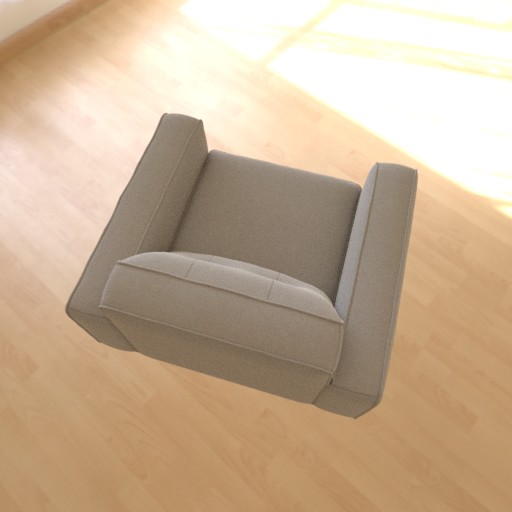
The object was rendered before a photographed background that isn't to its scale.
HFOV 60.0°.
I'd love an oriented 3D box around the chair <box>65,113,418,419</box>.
[{"bbox_3d":[0.000,0.000,1.770,1.115,0.779,0.953,15,64,7],"label":"chair"}]
